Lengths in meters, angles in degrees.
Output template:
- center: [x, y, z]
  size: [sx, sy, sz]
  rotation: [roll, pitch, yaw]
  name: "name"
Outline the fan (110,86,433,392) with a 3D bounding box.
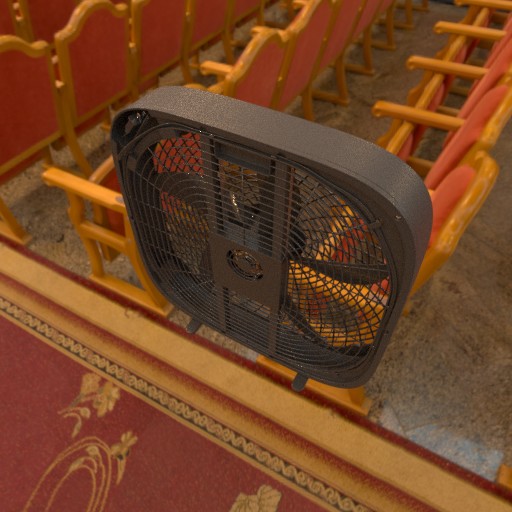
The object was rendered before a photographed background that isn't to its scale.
- center: [0.000, 0.000, 0.791]
  size: [0.526, 0.533, 0.142]
  rotation: [23, 52, 20]
  name: "fan"
